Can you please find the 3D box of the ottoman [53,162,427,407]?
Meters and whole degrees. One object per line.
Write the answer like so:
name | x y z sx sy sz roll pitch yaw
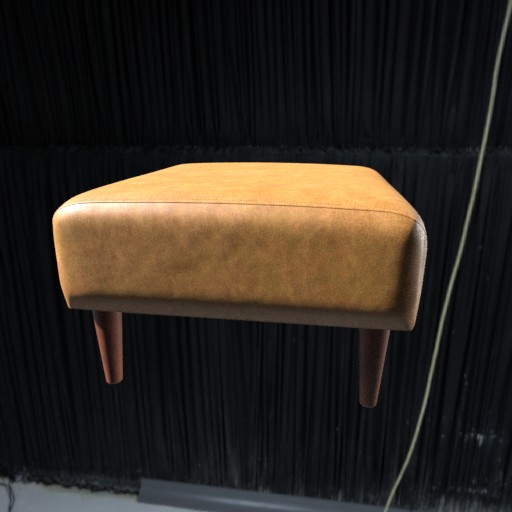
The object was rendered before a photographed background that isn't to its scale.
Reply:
ottoman | 0.000 0.000 1.059 0.650 0.399 0.650 3 17 8
